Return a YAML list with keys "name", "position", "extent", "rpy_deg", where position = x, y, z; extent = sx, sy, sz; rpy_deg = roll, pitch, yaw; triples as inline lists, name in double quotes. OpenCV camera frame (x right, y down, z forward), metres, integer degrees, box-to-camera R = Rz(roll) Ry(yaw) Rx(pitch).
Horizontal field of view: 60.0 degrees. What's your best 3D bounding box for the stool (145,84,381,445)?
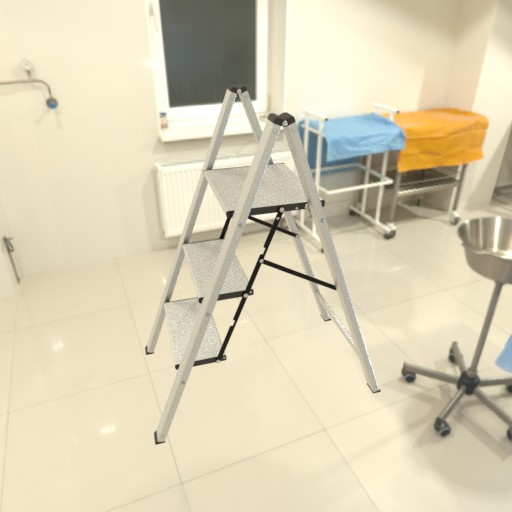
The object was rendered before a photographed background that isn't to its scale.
- name: "stool"
  position: [0.000, 0.000, 1.323]
  extent: [0.730, 0.902, 0.441]
  rpy_deg: [-8, 31, -14]
